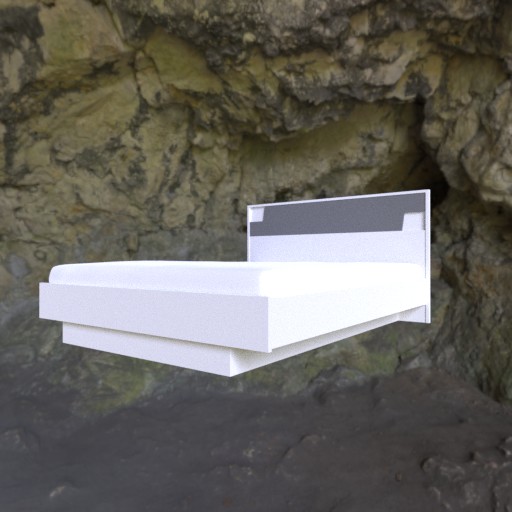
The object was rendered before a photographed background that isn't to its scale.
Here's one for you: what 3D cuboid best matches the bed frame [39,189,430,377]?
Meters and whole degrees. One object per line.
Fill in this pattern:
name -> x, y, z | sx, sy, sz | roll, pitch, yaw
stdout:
bed frame -> 0.000, 0.000, 2.999 | 1.711, 1.001, 2.100 | 0, 0, 36
